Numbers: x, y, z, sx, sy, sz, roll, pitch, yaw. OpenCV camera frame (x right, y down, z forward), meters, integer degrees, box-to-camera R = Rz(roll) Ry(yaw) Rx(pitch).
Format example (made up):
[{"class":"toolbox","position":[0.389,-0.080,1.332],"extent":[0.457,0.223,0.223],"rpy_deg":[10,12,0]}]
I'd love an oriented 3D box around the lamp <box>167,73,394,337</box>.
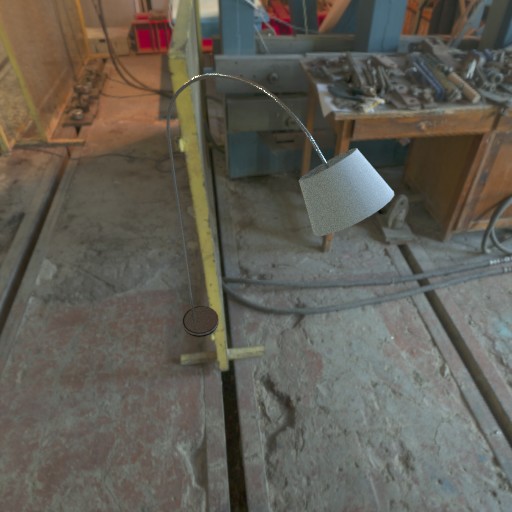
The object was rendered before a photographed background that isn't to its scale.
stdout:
[{"class":"lamp","position":[0.000,0.000,2.696],"extent":[1.445,2.098,0.406],"rpy_deg":[27,48,27]}]
